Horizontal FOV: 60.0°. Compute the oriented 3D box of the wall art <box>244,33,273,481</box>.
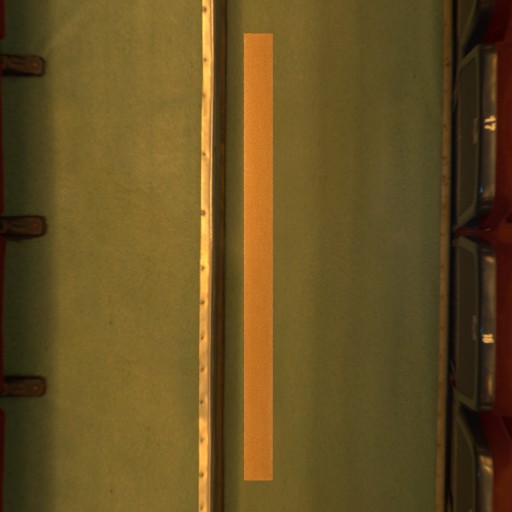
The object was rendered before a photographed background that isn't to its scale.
[{"bbox_3d":[0.000,0.000,0.759,0.033,0.509,0.510,0,91,-1],"label":"wall art"}]
